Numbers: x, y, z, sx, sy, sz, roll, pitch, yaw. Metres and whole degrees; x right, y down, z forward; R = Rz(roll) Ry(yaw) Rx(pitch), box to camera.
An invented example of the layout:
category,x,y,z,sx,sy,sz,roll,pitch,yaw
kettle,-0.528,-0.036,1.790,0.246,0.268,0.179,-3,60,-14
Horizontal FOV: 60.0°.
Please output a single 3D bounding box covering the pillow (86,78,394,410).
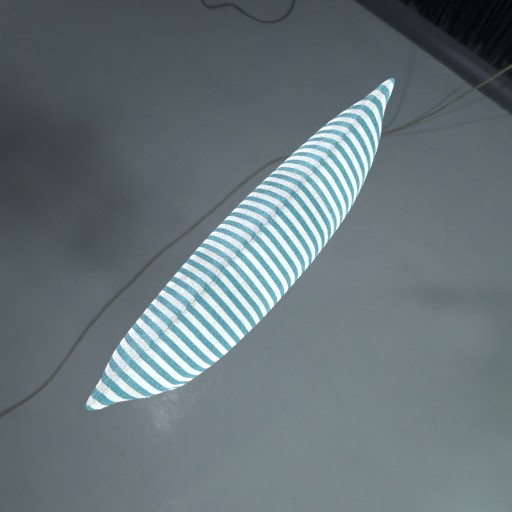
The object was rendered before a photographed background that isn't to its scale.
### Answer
category,x,y,z,sx,sy,sz,roll,pitch,yaw
pillow,0.000,0.000,0.731,0.151,0.295,0.617,40,78,10
